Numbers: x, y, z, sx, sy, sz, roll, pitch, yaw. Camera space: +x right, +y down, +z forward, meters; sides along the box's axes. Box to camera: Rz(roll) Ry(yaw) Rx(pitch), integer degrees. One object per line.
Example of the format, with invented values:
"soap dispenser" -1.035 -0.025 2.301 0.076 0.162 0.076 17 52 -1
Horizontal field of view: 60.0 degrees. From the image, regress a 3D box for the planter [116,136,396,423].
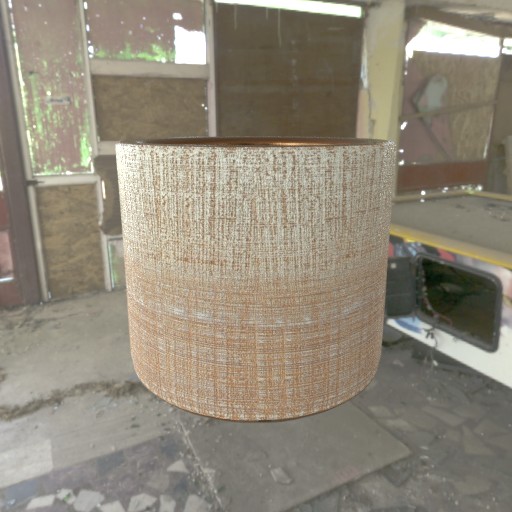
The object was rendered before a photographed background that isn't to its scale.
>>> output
"planter" 0.000 0.000 0.189 0.109 0.096 0.109 0 17 0
